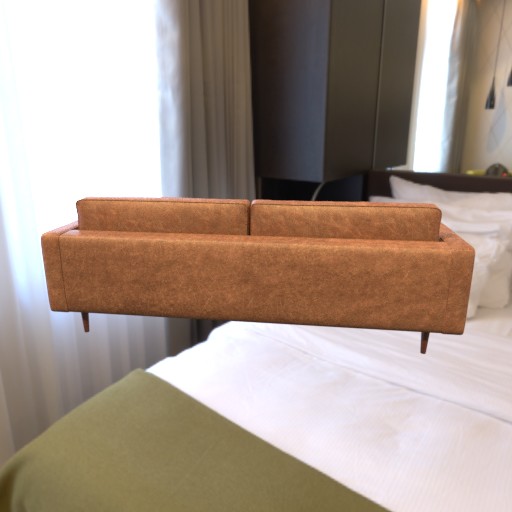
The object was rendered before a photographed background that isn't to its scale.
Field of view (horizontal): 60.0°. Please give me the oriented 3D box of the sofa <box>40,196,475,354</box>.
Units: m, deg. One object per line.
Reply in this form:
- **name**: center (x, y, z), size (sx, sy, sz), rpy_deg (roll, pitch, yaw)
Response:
- **sofa**: center (0.000, 0.000, 2.677), size (2.210, 0.762, 0.914), rpy_deg (2, 17, 7)
